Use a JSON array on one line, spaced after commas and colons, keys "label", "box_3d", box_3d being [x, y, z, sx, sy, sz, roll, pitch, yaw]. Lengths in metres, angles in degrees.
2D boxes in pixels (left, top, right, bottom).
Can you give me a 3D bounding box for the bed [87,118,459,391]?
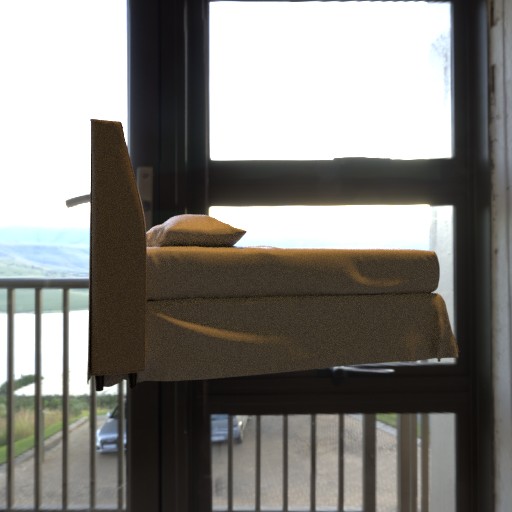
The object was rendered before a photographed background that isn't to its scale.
[{"label": "bed", "box_3d": [0.000, 0.000, 3.333, 2.276, 1.332, 1.925, 0, -1, -18]}]
